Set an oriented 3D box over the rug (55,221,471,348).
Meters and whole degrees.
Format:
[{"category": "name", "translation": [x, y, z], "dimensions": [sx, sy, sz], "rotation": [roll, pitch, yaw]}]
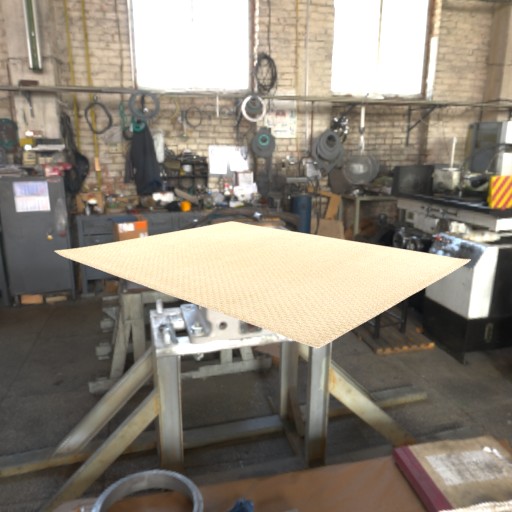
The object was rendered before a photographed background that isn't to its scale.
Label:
[{"category": "rug", "translation": [0.000, 0.000, 3.904], "dimensions": [2.897, 0.035, 2.277], "rotation": [12, 19, 41]}]
